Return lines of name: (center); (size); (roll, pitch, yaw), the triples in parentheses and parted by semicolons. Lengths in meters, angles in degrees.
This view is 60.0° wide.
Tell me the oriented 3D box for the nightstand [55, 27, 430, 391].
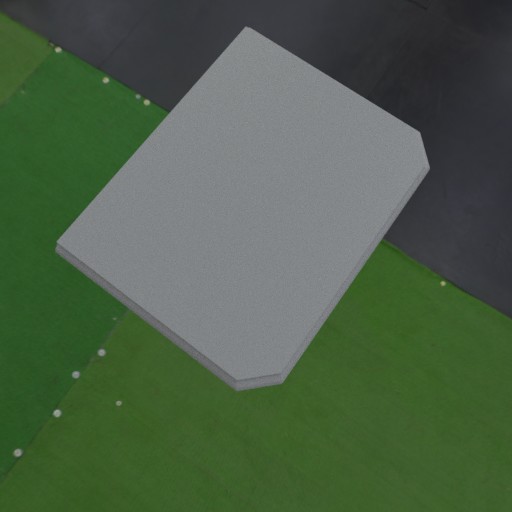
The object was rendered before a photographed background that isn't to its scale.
nightstand: (0.000, 0.000, 0.939); (0.350, 0.680, 0.450); (35, 78, 9)
